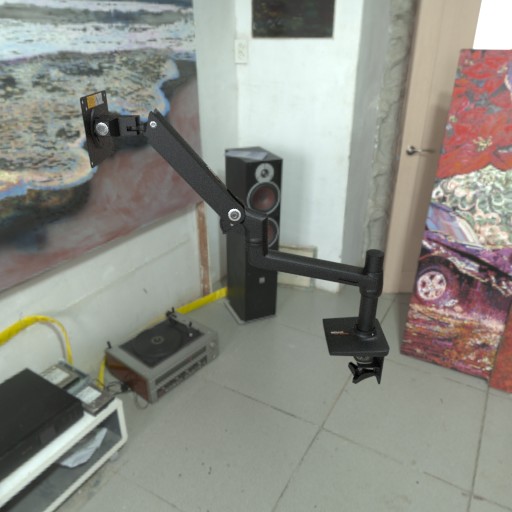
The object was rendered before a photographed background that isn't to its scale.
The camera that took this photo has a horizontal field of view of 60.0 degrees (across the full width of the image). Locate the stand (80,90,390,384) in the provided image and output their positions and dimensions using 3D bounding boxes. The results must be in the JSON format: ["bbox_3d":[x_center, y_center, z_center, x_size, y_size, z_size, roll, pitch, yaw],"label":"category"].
[{"bbox_3d":[0.000,0.000,1.032,0.650,0.713,0.152,0,26,1],"label":"stand"}]
